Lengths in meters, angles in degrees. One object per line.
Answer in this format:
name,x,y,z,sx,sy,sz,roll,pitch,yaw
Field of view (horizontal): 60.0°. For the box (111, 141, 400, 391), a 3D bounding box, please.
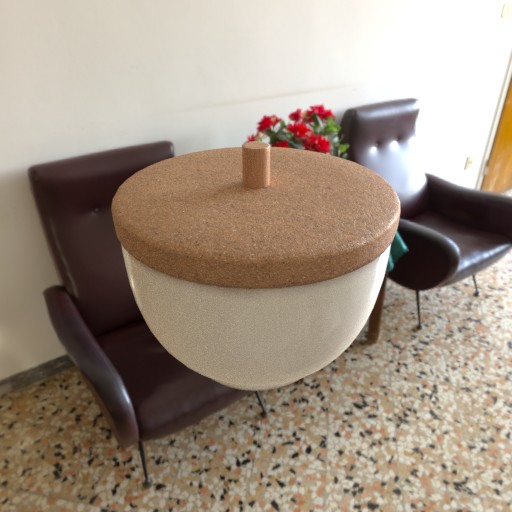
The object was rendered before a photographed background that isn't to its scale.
box,0.000,0.000,0.185,0.107,0.094,0.107,0,31,0
